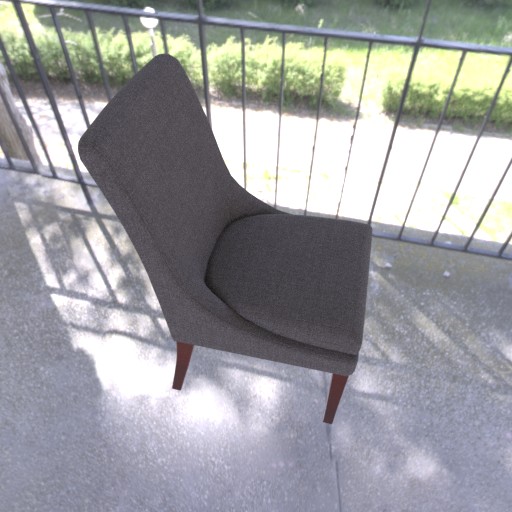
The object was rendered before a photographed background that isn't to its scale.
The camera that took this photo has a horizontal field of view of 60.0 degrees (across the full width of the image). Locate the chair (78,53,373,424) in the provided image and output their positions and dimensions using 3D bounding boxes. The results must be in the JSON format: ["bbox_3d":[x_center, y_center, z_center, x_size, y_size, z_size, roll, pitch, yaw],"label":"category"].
[{"bbox_3d":[0.000,0.000,1.300,0.655,0.952,0.508,10,48,9],"label":"chair"}]
